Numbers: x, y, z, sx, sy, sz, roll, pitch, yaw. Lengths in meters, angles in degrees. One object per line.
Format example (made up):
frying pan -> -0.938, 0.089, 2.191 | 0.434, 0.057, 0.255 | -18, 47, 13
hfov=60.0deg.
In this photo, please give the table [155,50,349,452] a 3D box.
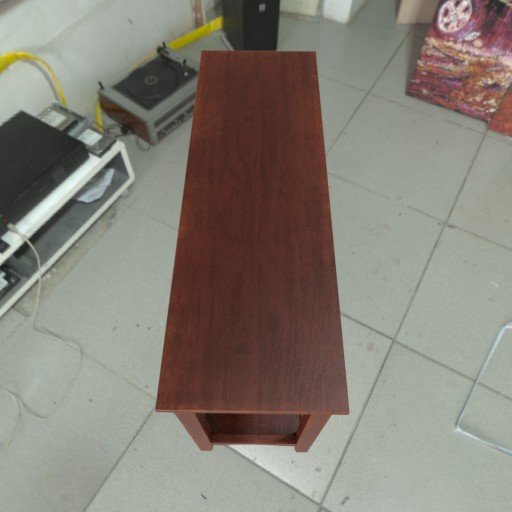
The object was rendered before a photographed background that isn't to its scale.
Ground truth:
table -> 0.000, 0.000, 1.511 | 0.392, 0.739, 1.188 | 1, 58, 0
